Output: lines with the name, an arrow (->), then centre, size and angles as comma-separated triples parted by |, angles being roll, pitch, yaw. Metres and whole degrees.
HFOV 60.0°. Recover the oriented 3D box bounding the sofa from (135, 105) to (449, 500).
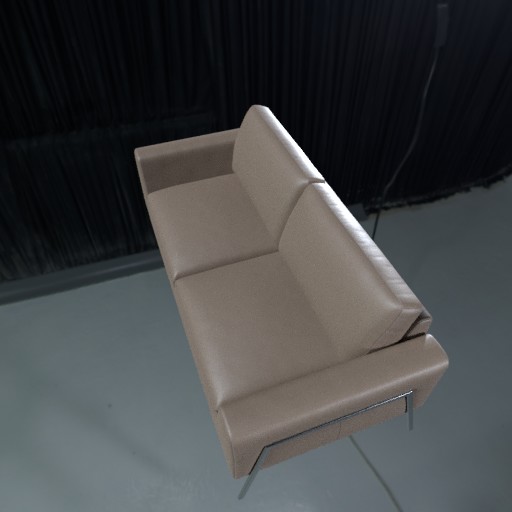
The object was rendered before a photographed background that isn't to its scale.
sofa -> 0.000, 0.000, 2.443 | 0.953, 0.875, 2.017 | -15, 48, -14
